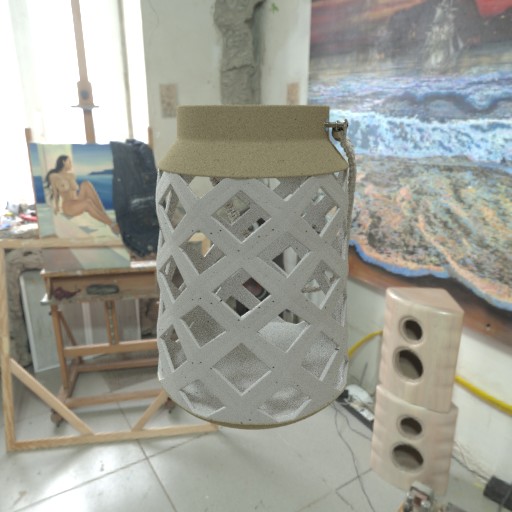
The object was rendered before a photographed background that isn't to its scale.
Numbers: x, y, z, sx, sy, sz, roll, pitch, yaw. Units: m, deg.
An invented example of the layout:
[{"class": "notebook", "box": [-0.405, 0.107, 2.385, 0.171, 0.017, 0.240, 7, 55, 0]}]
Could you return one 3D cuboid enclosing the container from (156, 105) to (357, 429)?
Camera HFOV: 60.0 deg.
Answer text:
[{"class": "container", "box": [0.000, 0.000, 0.357, 0.163, 0.229, 0.172, 10, 21, 27]}]
